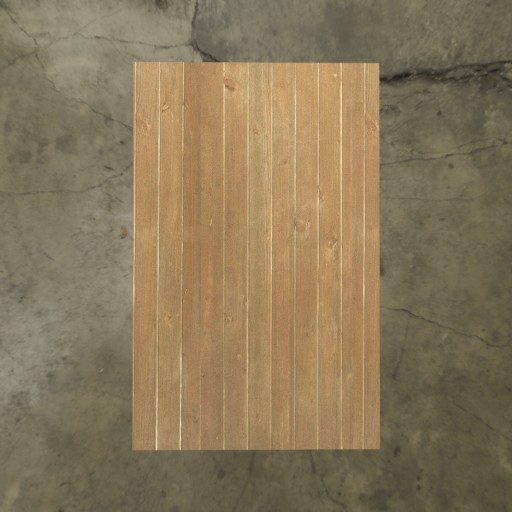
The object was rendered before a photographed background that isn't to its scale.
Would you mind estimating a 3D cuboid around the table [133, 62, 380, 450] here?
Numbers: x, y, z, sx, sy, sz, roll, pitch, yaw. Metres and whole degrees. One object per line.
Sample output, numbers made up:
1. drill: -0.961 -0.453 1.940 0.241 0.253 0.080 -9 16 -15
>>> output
1. table: 0.000 0.000 1.693 0.827 0.413 1.299 0 90 -1
